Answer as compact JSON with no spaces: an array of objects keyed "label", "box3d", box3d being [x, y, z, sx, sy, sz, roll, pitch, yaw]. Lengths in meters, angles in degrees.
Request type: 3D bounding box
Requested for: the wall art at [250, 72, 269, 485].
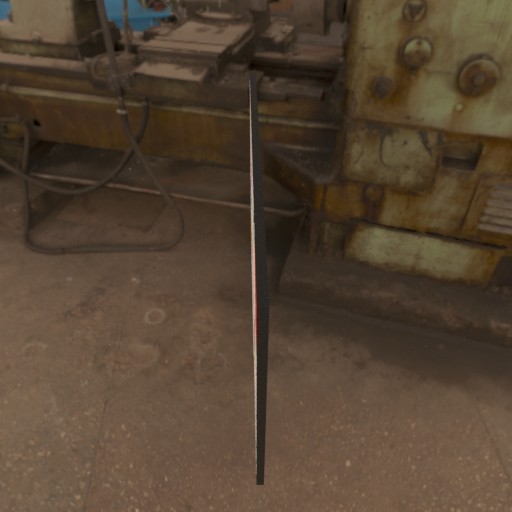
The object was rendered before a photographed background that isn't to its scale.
[{"label":"wall art","box3d":[0.000,0.000,0.854,0.013,0.458,0.664,-1,42,-1]}]
